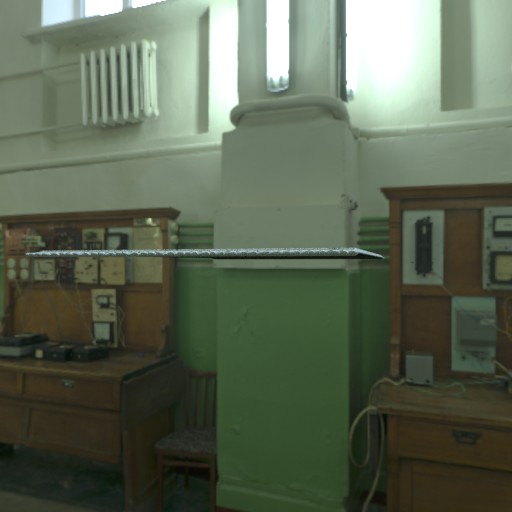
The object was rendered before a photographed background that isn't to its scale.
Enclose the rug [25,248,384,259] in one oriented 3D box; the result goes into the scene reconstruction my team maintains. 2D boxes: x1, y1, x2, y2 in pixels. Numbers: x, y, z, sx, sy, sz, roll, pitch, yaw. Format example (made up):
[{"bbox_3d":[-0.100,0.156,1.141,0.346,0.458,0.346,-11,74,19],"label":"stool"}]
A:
[{"bbox_3d":[0.000,0.000,2.853,1.494,0.031,2.307,0,-1,18],"label":"rug"}]
